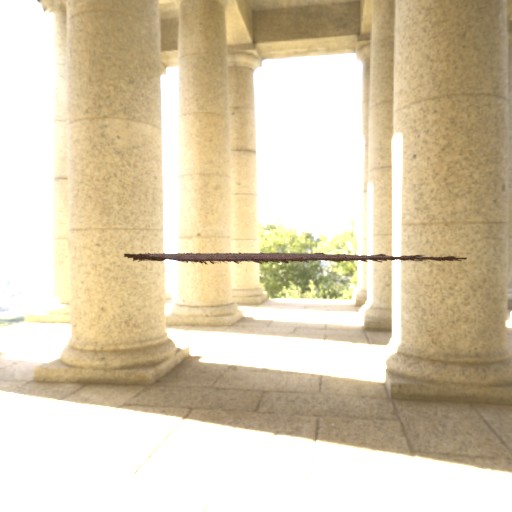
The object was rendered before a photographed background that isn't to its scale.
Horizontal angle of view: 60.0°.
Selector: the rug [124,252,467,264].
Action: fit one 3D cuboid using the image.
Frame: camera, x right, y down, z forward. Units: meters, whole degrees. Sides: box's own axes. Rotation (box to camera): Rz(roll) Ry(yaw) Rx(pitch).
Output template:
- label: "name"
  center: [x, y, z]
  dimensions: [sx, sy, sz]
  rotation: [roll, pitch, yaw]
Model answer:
- label: "rug"
  center: [0.000, 0.000, 3.207]
  dimensions: [1.778, 0.048, 2.450]
  rotation: [0, 1, -19]
